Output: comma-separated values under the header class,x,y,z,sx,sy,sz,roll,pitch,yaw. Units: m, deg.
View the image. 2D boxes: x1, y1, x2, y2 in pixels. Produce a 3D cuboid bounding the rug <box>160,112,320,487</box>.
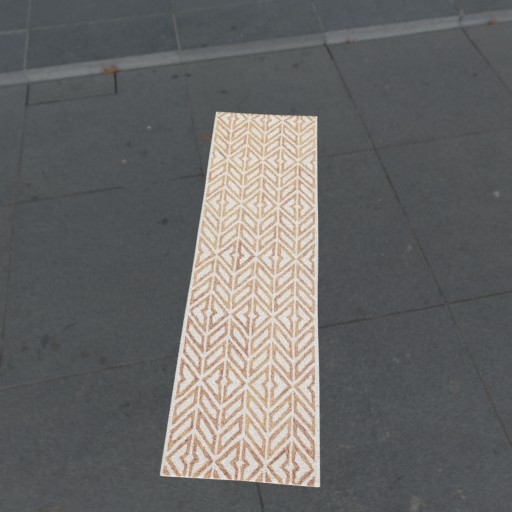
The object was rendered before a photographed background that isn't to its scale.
class,x,y,z,sx,sy,sz,roll,pitch,yaw
rug,0.000,0.000,2.676,0.750,0.009,2.435,3,60,2
